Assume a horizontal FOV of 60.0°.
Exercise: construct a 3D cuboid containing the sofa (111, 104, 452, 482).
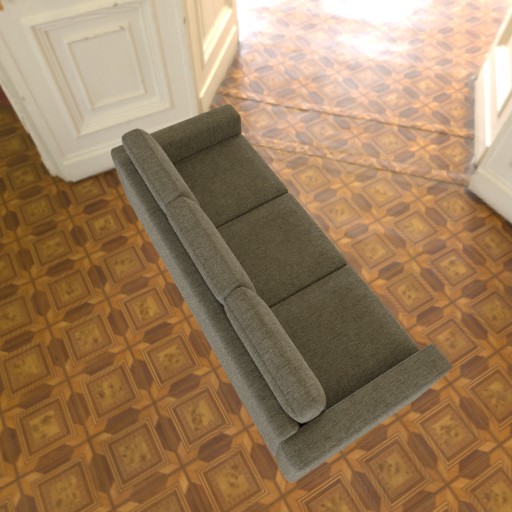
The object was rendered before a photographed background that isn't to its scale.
[{"bbox_3d":[0.000,0.000,2.561,0.900,0.800,2.160,-27,62,-16],"label":"sofa"}]
